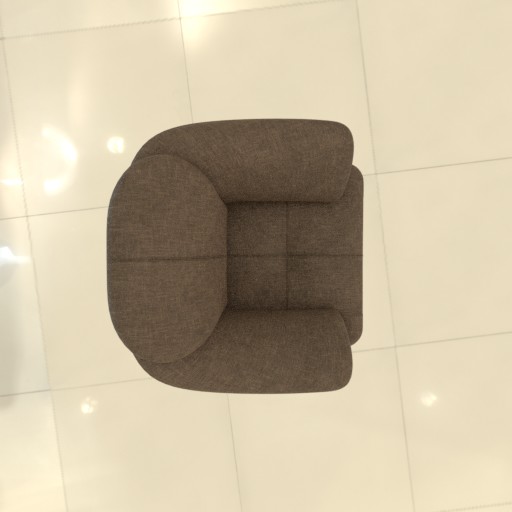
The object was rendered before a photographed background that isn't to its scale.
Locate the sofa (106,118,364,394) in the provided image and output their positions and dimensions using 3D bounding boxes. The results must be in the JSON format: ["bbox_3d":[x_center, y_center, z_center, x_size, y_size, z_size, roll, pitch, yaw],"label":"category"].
[{"bbox_3d":[0.000,0.000,1.546,0.794,0.811,0.870,0,91,-1],"label":"sofa"}]
